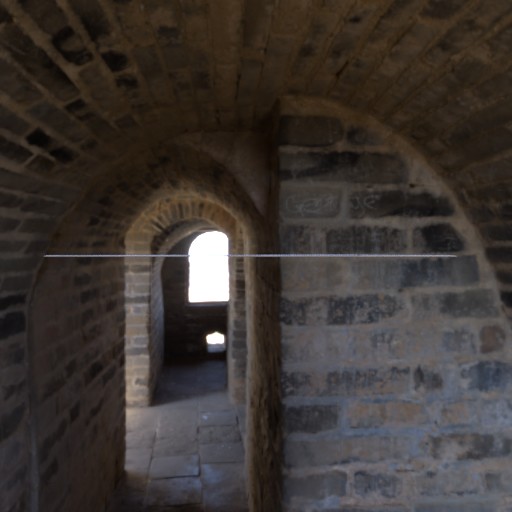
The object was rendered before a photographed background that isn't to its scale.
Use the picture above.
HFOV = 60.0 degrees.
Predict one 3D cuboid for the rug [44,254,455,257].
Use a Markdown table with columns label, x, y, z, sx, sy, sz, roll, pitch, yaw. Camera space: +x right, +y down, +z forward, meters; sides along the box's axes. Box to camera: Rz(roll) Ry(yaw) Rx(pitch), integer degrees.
| label | x | y | z | sx | sy | sz | roll | pitch | yaw |
| --- | --- | --- | --- | --- | --- | --- | --- | --- | --- |
| rug | 0.000 | 0.000 | 4.146 | 3.048 | 0.012 | 2.438 | 0 | 0 | 36 |
